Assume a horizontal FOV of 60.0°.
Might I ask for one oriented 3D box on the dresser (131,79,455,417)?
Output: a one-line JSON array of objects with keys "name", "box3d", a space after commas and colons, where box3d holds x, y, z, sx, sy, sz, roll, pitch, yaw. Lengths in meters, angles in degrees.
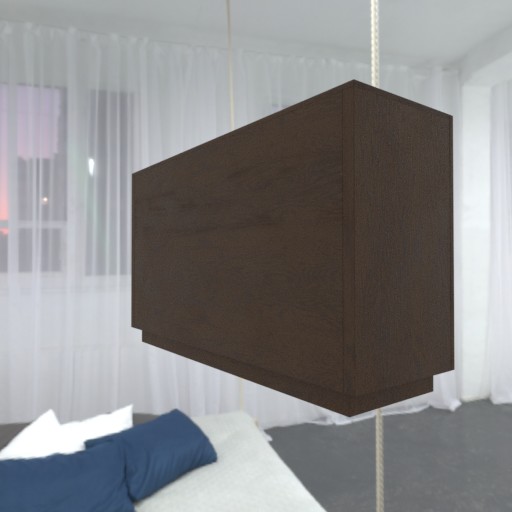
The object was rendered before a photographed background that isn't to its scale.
[{"name": "dresser", "box3d": [0.000, 0.000, 1.895, 0.512, 0.889, 1.523, 1, -1, -37]}]
